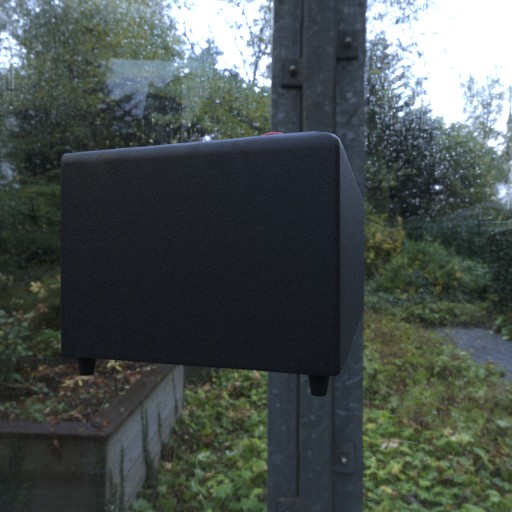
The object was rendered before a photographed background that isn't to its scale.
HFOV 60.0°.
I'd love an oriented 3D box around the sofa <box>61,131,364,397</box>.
[{"bbox_3d":[0.000,0.000,1.894,0.845,0.735,1.410,0,0,16],"label":"sofa"}]
